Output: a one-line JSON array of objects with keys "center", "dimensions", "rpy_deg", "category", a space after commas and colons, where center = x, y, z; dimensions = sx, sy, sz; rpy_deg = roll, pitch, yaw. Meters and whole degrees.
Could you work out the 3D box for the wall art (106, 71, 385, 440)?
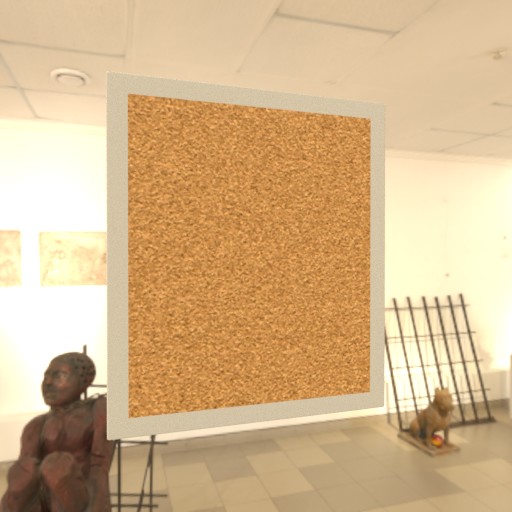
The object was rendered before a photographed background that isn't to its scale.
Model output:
[{"center": [0.000, 0.000, 0.519], "dimensions": [0.331, 0.381, 0.028], "rpy_deg": [0, 1, -18], "category": "wall art"}]
